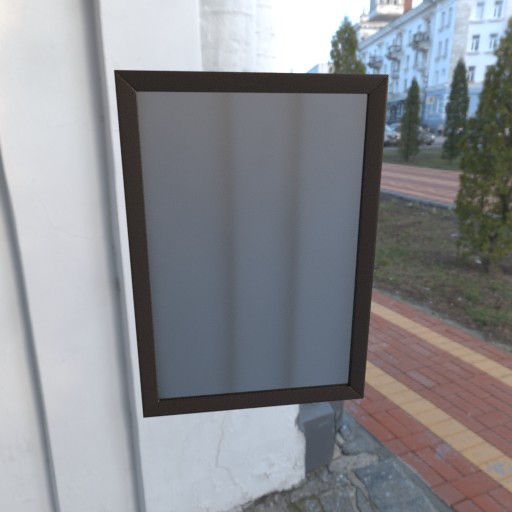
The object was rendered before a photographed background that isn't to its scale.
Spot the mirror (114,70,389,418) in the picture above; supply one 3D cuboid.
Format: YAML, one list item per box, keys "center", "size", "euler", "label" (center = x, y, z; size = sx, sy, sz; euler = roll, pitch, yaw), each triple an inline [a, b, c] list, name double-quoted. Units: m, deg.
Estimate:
- center: [0.000, 0.000, 0.927]
  size: [0.507, 0.710, 0.040]
  euler: [-2, 17, -8]
  label: "mirror"
